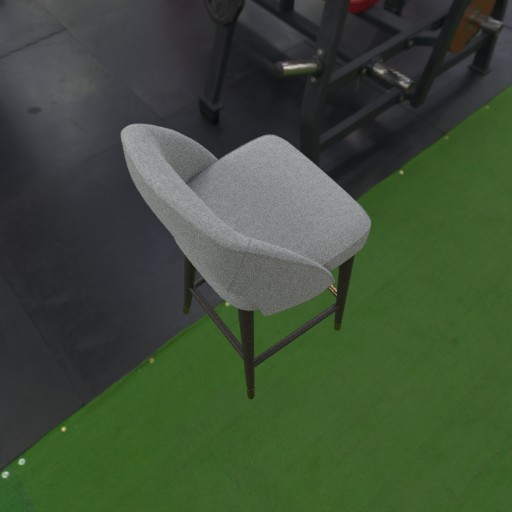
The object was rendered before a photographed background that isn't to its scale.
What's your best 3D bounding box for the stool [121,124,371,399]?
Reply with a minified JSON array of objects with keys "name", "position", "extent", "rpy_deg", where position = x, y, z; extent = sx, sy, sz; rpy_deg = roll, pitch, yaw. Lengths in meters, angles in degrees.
[{"name":"stool","position":[0.000,0.000,1.324],"extent":[0.509,1.037,0.494],"rpy_deg":[-34,65,-19]}]
